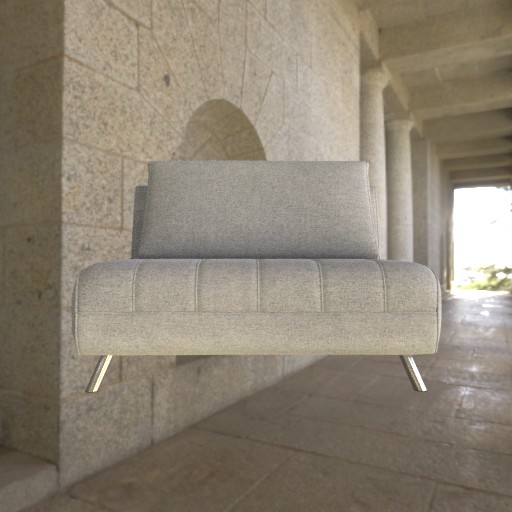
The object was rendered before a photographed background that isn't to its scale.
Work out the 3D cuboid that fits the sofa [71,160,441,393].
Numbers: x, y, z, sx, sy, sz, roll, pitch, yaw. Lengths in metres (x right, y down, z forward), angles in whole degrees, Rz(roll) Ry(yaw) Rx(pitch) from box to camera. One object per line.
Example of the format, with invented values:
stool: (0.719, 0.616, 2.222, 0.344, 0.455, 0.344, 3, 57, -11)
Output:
sofa: (0.000, 0.000, 1.860, 1.220, 0.910, 0.910, 0, -1, -1)
